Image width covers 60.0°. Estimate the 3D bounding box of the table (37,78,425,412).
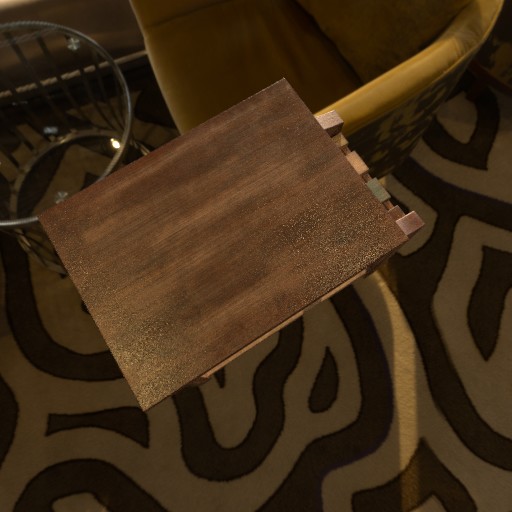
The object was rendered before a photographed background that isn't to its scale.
[{"bbox_3d":[0.000,0.000,0.996,0.609,0.584,0.356,-32,77,-9],"label":"table"}]
